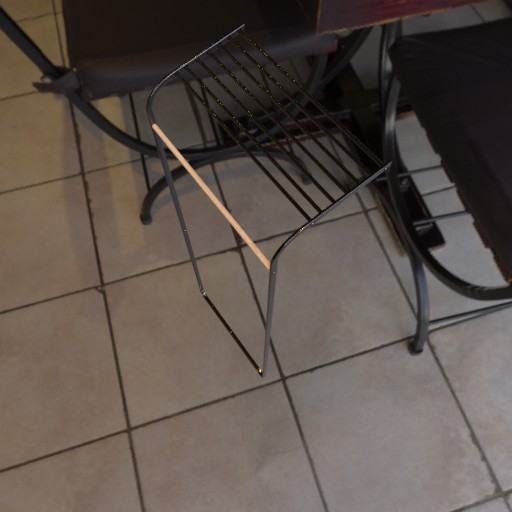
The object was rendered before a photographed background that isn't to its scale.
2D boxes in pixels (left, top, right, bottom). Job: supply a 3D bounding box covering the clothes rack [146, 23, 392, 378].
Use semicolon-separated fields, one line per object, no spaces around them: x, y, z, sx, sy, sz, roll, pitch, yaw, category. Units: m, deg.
0.000;0.000;1.802;0.349;1.574;0.609;-33;68;-15;clothes rack
